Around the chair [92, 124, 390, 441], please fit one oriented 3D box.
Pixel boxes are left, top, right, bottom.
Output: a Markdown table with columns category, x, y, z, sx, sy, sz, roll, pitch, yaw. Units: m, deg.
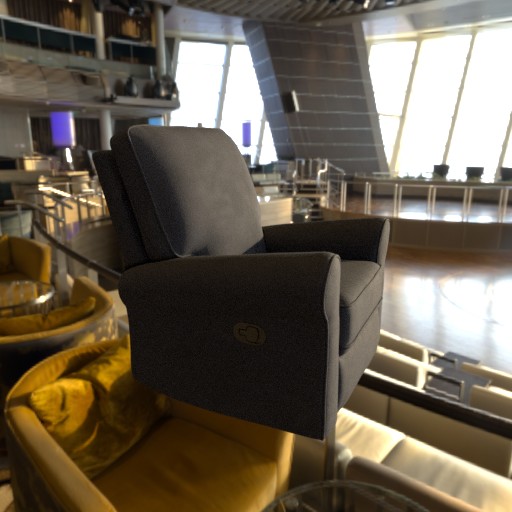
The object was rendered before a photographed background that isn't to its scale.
| category | x | y | z | sx | sy | sz | roll | pitch | yaw |
| --- | --- | --- | --- | --- | --- | --- | --- | --- | --- |
| chair | 0.000 | 0.000 | 1.681 | 0.878 | 0.961 | 0.890 | 7 | 15 | 26 |
